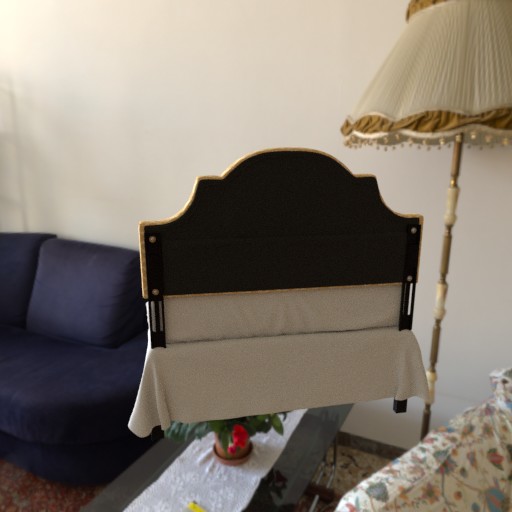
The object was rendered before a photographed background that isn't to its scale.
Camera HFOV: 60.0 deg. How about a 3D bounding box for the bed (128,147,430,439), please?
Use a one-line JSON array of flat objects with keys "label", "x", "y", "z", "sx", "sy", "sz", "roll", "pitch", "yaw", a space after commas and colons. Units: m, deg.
[{"label": "bed", "x": 0.000, "y": 0.000, "z": 3.409, "sx": 1.780, "sy": 1.633, "sz": 2.222, "roll": -2, "pitch": 14, "yaw": -10}]
